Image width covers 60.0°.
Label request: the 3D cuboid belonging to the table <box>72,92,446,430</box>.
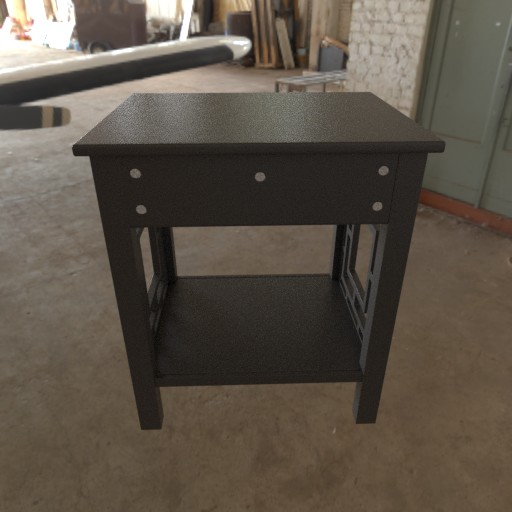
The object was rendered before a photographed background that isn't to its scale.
[{"bbox_3d":[0.000,0.000,1.020,0.564,0.646,0.451,-1,30,-2],"label":"table"}]
